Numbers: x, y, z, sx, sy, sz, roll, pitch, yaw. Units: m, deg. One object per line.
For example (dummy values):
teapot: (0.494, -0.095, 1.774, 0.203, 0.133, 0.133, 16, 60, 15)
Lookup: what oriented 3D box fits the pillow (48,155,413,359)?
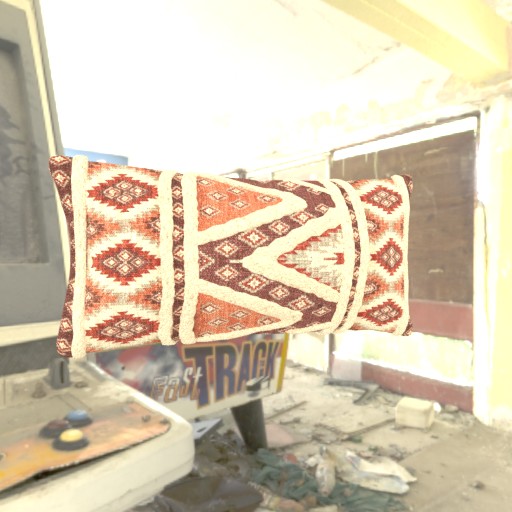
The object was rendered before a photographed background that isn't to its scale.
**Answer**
pillow: (0.000, 0.000, 0.712, 0.608, 0.295, 0.161, 0, 1, -19)
